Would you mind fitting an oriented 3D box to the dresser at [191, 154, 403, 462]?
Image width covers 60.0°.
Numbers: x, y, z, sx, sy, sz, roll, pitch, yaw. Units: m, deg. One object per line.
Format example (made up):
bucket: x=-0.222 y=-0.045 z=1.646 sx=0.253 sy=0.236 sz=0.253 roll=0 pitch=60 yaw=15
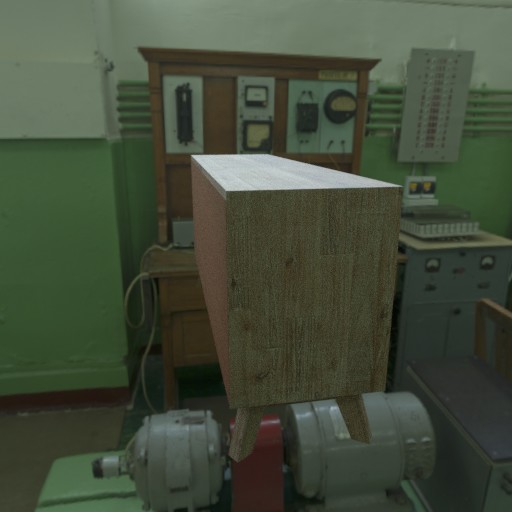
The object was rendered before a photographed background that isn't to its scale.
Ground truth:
dresser: x=0.000 y=0.000 z=1.948 sx=0.455 sy=0.788 sz=1.602 roll=-3 pitch=16 yaw=-11
